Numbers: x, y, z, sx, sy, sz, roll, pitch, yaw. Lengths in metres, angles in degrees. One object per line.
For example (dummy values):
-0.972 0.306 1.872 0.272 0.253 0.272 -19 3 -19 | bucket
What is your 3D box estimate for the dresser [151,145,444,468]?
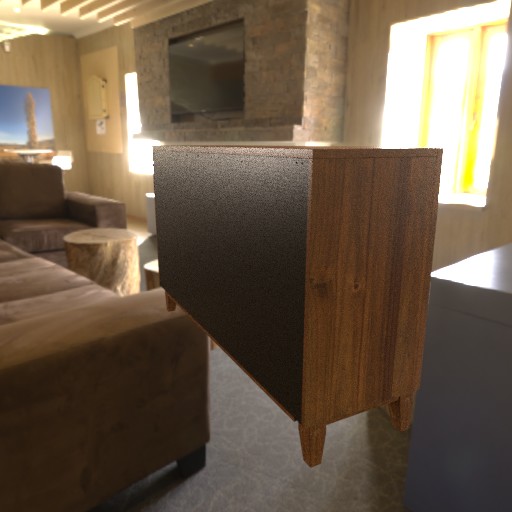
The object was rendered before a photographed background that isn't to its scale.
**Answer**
0.000 0.000 1.815 0.446 0.873 1.400 -7 16 -27 | dresser
